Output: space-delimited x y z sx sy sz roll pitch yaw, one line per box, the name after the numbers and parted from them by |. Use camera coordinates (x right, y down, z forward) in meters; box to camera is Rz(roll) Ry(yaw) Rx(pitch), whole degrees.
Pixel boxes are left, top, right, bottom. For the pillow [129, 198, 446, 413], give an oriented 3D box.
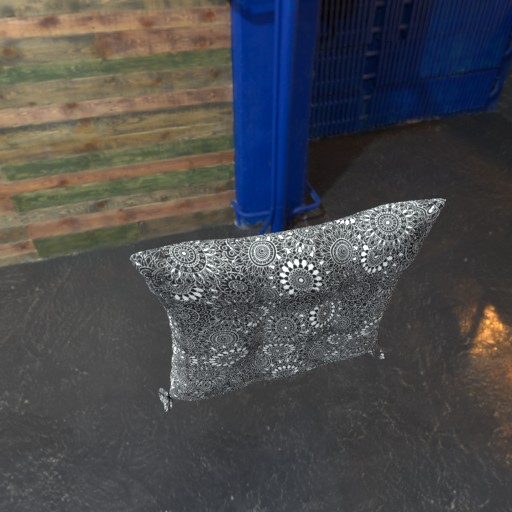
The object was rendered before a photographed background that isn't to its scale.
0.000 0.000 1.011 0.541 0.536 0.585 -11 42 -12 | pillow
